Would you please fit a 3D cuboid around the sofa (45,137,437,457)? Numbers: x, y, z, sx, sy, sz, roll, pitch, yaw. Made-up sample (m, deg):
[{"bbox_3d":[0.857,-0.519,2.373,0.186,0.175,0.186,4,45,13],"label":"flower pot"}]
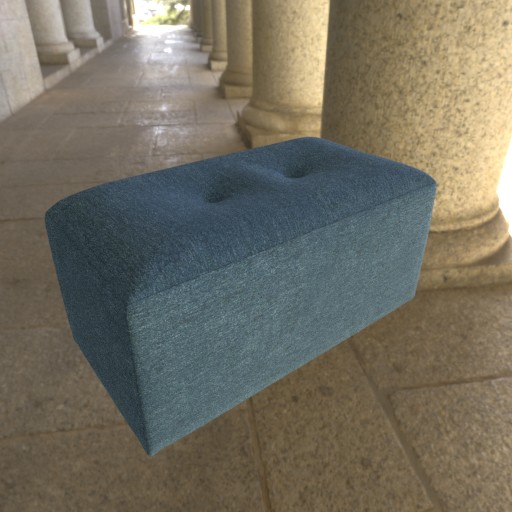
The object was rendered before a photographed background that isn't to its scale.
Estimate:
[{"bbox_3d":[0.000,0.000,1.210,0.930,0.470,0.480,-22,37,-32],"label":"sofa"}]
